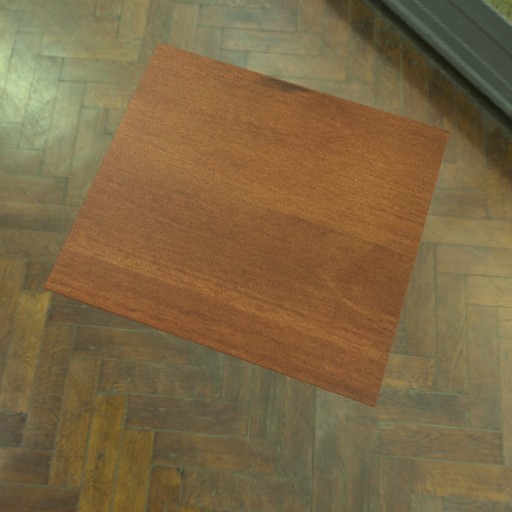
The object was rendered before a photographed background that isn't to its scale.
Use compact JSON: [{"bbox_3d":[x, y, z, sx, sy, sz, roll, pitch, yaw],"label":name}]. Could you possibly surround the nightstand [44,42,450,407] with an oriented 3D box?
[{"bbox_3d":[0.000,0.000,0.918,0.460,0.618,0.411,19,77,4],"label":"nightstand"}]
